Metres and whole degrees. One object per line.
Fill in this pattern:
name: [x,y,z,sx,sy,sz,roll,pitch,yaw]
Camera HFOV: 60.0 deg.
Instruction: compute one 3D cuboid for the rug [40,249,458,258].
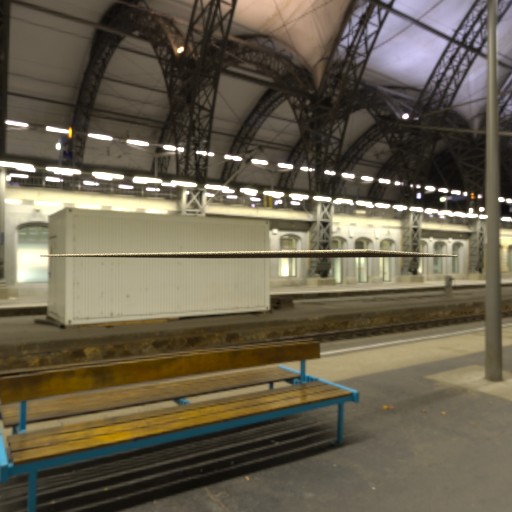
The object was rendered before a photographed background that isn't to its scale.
rug: [0.000,0.000,4.122,3.050,0.015,2.441,-1,-1,34]
